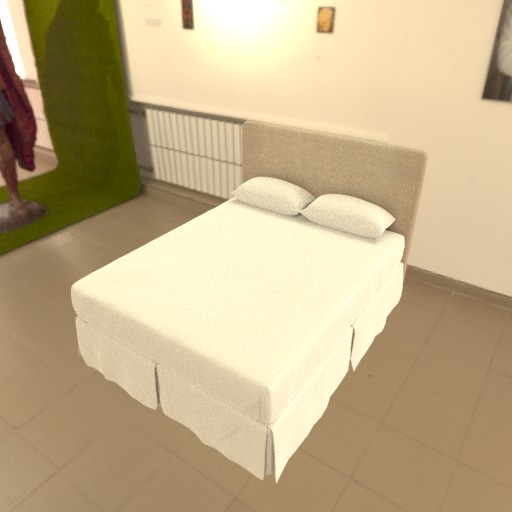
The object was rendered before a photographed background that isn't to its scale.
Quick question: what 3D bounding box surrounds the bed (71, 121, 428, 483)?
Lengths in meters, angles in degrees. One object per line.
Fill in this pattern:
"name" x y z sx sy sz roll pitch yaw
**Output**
"bed" 0.000 0.000 3.217 1.713 1.330 2.162 19 35 30
